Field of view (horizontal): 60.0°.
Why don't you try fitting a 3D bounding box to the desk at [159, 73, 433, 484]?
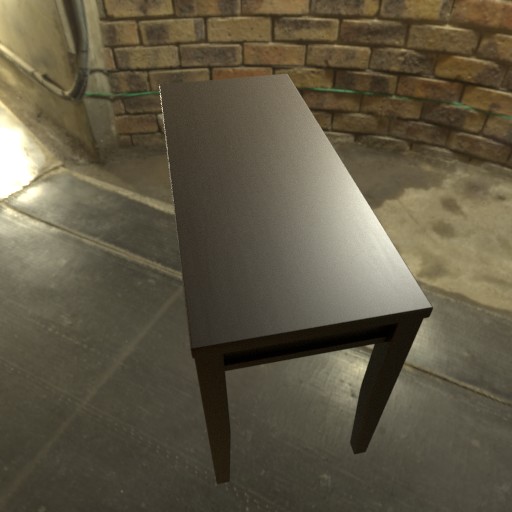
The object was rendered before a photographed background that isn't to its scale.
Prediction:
[{"bbox_3d":[0.000,0.000,1.585,0.508,0.775,1.220,-8,45,-8],"label":"desk"}]
